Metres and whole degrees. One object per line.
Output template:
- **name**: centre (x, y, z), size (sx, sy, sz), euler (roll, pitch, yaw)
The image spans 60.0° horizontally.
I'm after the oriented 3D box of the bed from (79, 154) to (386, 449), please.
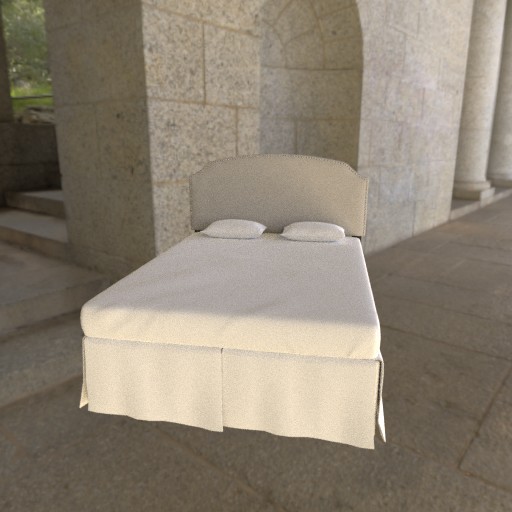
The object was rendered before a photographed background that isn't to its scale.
- **bed**: centre (0.000, 0.000, 2.937), size (1.558, 1.270, 1.999), euler (3, 15, 10)
